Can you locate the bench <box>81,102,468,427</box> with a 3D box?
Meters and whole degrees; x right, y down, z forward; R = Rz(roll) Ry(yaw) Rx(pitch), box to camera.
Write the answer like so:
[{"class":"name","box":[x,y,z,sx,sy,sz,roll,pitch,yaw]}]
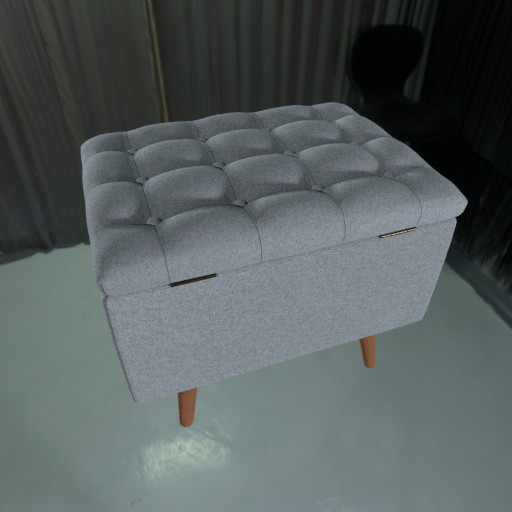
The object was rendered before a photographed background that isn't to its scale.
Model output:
[{"class":"bench","box":[0.000,0.000,0.894,0.572,0.469,0.417,-13,41,-15]}]
